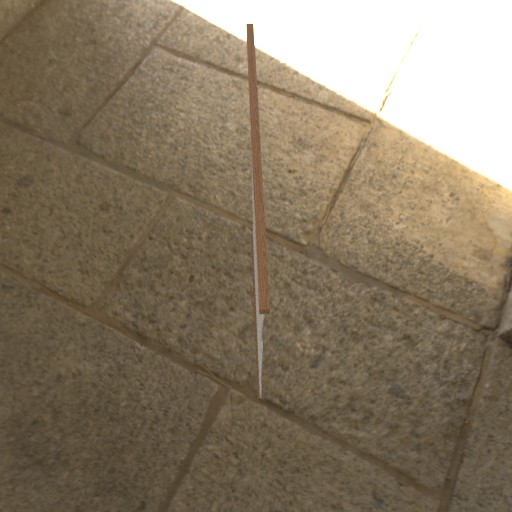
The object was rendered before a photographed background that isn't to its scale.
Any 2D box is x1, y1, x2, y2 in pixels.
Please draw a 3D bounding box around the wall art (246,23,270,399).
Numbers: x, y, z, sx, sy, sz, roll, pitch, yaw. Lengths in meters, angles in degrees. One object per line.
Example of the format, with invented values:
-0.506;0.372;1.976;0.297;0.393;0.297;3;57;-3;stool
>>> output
0.000;0.000;1.962;0.025;1.521;1.011;-2;64;-1;wall art
